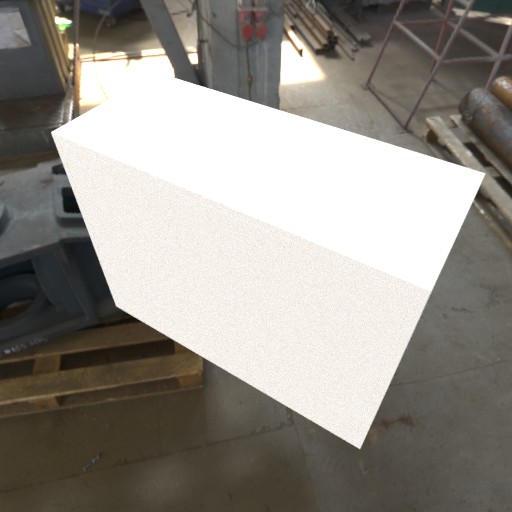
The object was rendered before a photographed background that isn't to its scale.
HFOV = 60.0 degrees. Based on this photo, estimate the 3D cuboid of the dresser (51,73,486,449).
[{"bbox_3d":[0.000,0.000,1.499,1.100,0.820,0.460,25,51,22],"label":"dresser"}]
